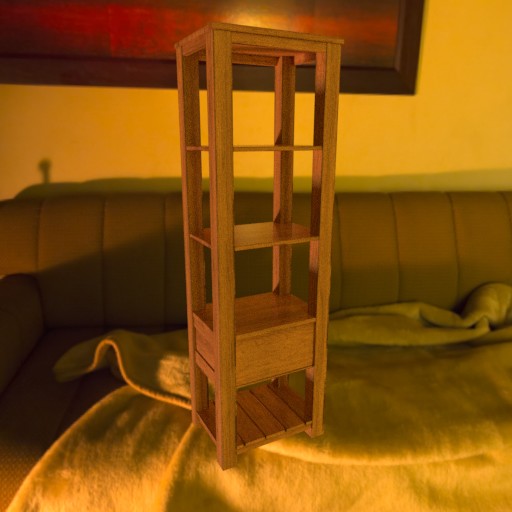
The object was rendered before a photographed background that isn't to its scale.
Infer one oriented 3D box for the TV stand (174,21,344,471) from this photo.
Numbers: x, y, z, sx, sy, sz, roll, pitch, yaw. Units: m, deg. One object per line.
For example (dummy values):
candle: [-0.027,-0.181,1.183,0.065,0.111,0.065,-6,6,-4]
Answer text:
TV stand: [0.000,0.000,2.055,0.565,1.828,0.435,-8,17,-27]
